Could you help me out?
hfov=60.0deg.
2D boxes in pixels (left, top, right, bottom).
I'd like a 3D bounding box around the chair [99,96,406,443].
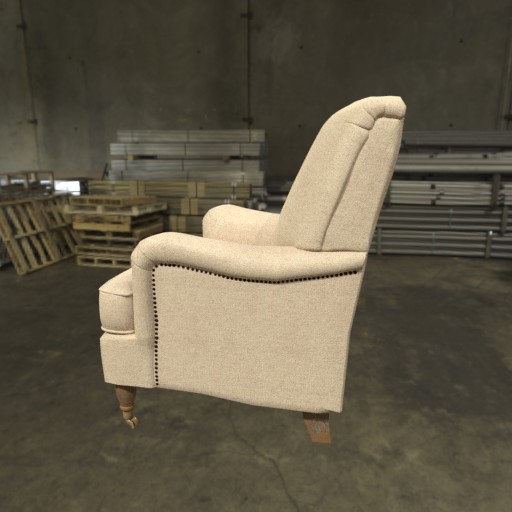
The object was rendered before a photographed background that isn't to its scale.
[{"bbox_3d":[0.000,0.000,1.744,0.953,1.119,0.879,2,13,10],"label":"chair"}]
